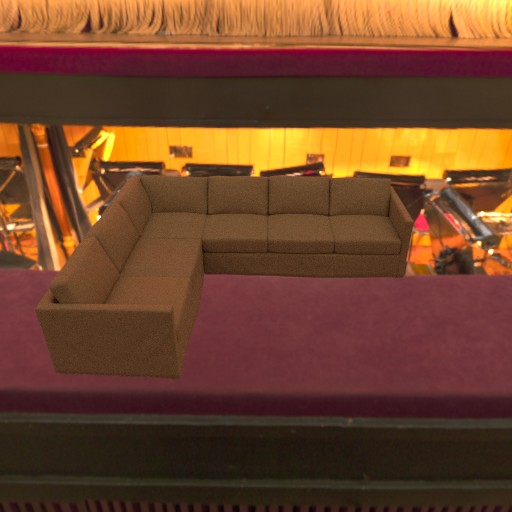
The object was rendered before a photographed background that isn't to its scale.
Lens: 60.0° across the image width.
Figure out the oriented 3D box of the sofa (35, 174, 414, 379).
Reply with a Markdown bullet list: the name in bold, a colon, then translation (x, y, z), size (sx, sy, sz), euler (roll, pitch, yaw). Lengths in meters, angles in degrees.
- **sofa**: translation (0.000, 0.000, 4.354), size (3.182, 0.871, 2.432), euler (1, 31, 1)
